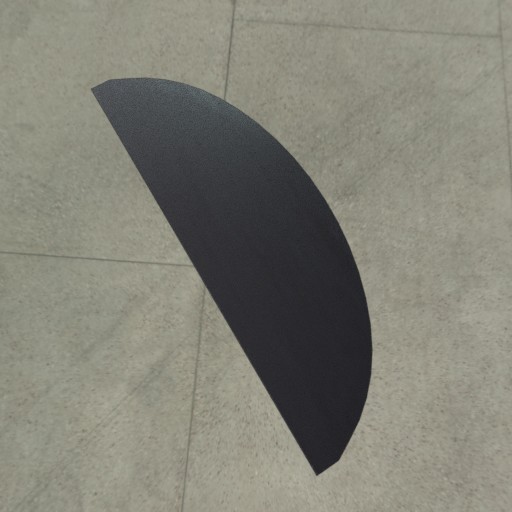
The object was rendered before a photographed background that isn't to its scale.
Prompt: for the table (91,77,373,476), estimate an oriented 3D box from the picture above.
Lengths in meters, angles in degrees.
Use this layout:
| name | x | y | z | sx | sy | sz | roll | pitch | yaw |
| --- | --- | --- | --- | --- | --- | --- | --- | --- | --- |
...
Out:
| name | x | y | z | sx | sy | sz | roll | pitch | yaw |
| --- | --- | --- | --- | --- | --- | --- | --- | --- | --- |
| table | 0.000 | 0.000 | 1.513 | 0.394 | 0.692 | 1.198 | -30 | 78 | -7 |
